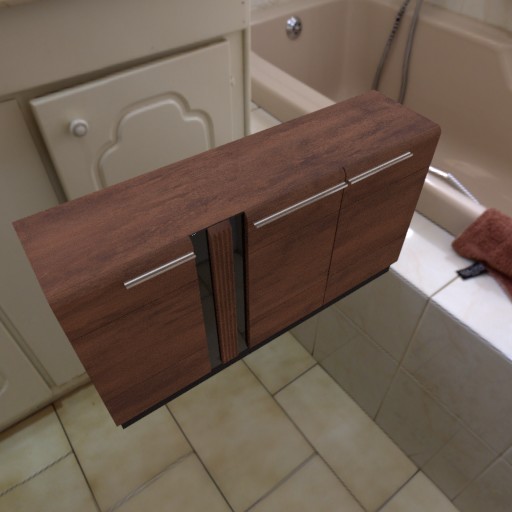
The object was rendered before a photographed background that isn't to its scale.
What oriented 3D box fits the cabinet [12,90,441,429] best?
[{"bbox_3d":[0.000,0.000,1.930,1.600,0.900,0.420,-26,52,-23],"label":"cabinet"}]
